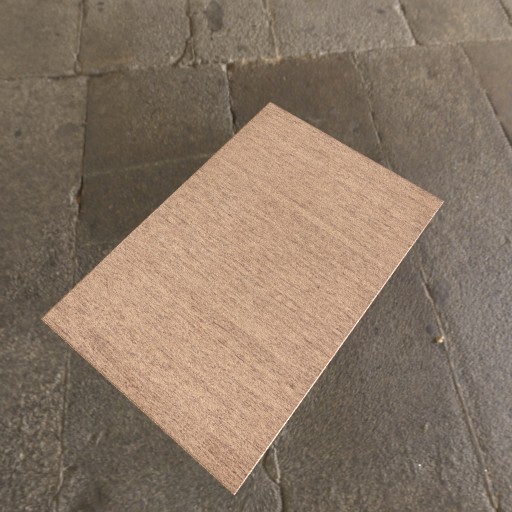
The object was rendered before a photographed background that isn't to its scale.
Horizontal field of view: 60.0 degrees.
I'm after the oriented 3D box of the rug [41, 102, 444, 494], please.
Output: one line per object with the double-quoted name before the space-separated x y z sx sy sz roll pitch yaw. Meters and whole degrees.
"rug" 0.000 0.000 2.321 1.225 0.013 1.840 35 68 16
